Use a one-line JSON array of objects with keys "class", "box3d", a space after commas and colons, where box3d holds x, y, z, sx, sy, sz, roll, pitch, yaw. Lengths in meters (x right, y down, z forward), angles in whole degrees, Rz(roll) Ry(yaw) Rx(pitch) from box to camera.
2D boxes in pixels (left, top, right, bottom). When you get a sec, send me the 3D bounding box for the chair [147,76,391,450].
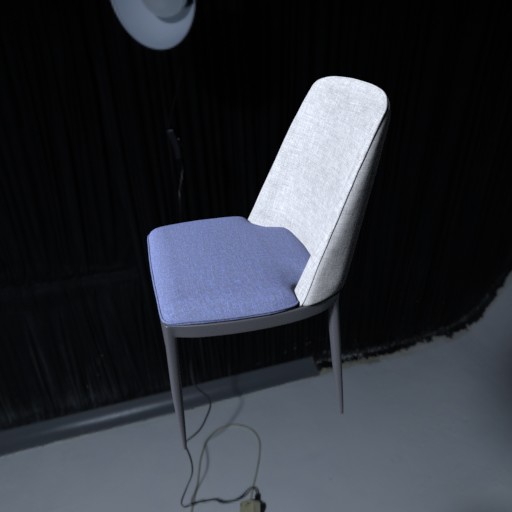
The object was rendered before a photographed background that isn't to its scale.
[{"class": "chair", "box3d": [0.000, 0.000, 1.179, 0.550, 0.855, 0.488, -8, 30, -14]}]
